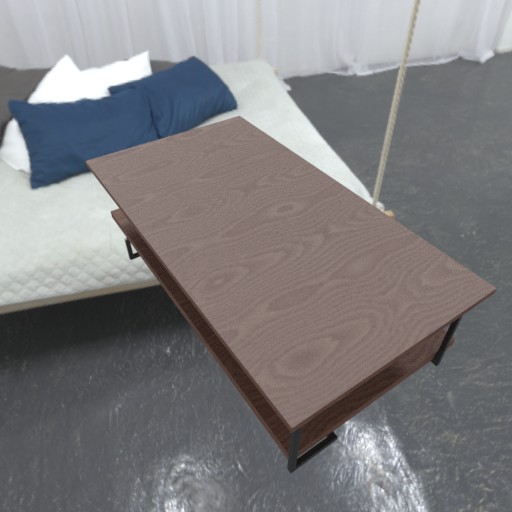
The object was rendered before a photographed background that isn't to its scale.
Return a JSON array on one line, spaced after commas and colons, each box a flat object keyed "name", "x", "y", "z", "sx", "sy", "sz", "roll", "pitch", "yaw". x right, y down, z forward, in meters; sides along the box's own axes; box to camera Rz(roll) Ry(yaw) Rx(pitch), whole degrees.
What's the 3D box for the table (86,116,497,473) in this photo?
[{"name": "table", "x": 0.000, "y": 0.000, "z": 1.461, "sx": 0.651, "sy": 0.347, "sz": 1.197, "roll": -25, "pitch": 48, "yaw": -25}]
